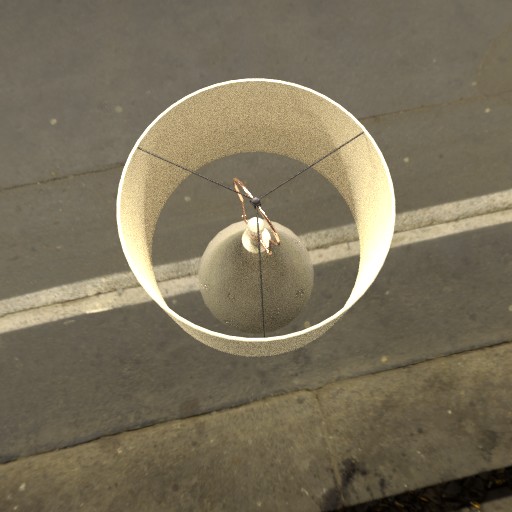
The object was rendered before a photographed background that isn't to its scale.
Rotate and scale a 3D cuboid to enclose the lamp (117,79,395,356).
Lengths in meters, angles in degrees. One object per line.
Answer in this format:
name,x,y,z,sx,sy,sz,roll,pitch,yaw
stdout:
lamp,0.000,0.000,0.741,0.330,0.521,0.330,0,76,0
